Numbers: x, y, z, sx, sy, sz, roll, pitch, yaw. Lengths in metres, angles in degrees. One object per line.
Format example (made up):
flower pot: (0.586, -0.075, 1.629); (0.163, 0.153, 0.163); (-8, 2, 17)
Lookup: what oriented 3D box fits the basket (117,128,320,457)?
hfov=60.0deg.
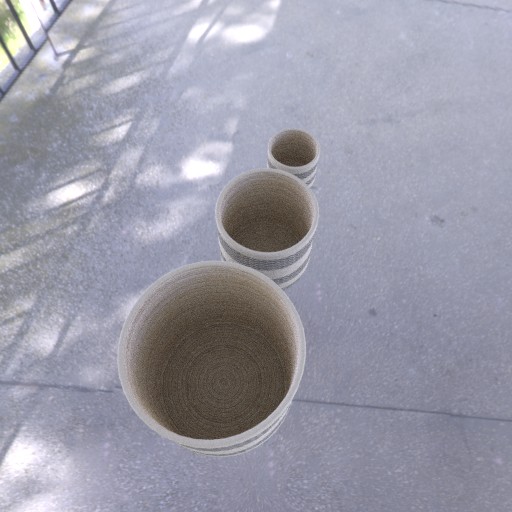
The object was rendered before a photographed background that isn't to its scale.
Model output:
basket: (0.000, 0.000, 1.093); (0.351, 0.356, 0.917); (15, 64, 8)
